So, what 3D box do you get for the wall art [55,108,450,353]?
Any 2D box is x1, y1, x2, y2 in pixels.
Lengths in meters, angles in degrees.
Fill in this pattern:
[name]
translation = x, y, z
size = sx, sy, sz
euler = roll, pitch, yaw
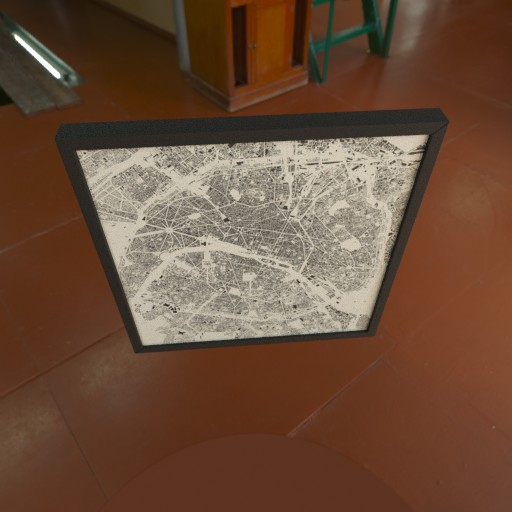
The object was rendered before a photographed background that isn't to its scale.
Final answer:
[wall art]
translation = 0.000, 0.000, 0.763
size = 0.508, 0.508, 0.037
euler = -3, 47, -3
